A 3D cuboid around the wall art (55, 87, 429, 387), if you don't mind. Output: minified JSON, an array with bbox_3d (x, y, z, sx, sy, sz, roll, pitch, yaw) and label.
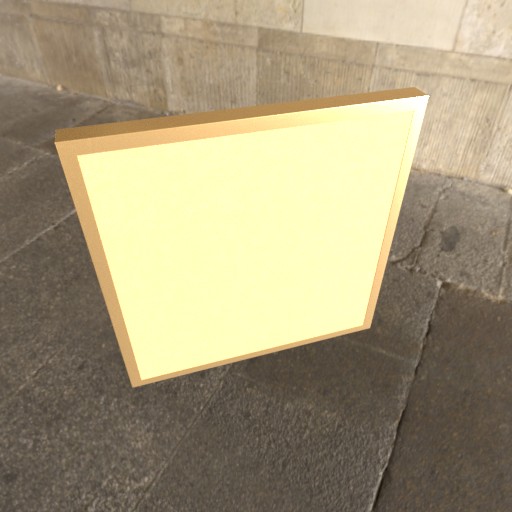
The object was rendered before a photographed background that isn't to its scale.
[{"bbox_3d":[0.000,0.000,0.455,0.305,0.305,0.023,-11,42,-13],"label":"wall art"}]
